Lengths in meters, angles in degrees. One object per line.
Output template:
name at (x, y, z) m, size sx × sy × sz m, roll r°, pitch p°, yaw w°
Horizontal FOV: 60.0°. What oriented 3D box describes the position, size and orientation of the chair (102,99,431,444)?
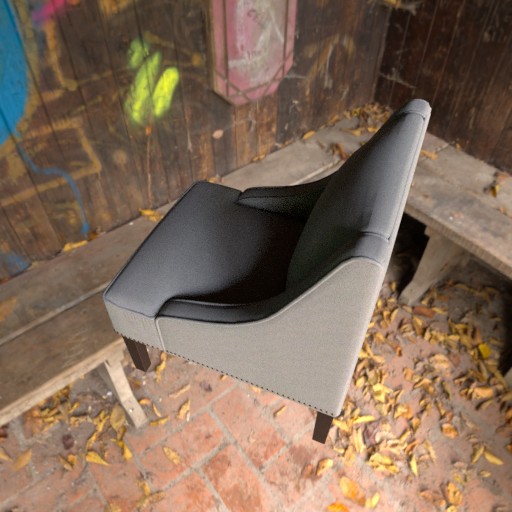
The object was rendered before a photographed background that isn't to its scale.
chair at (0.000, 0.000, 1.359) m, size 0.747 × 0.867 × 0.631 m, roll 17°, pitch 49°, yaw 15°
